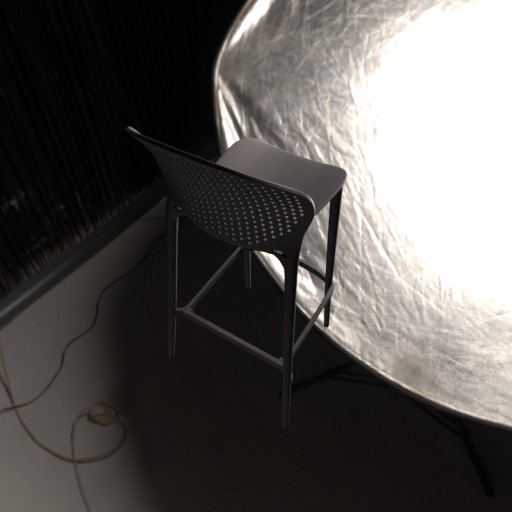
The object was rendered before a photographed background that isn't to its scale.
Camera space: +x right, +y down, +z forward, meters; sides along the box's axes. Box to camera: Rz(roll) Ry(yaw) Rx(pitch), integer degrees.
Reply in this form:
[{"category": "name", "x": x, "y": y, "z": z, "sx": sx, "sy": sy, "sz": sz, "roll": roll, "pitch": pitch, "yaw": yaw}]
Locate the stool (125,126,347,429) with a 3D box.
[{"category": "stool", "x": 0.000, "y": 0.000, "z": 1.381, "sx": 0.536, "sy": 1.045, "sz": 0.535, "roll": 25, "pitch": 51, "yaw": 22}]
